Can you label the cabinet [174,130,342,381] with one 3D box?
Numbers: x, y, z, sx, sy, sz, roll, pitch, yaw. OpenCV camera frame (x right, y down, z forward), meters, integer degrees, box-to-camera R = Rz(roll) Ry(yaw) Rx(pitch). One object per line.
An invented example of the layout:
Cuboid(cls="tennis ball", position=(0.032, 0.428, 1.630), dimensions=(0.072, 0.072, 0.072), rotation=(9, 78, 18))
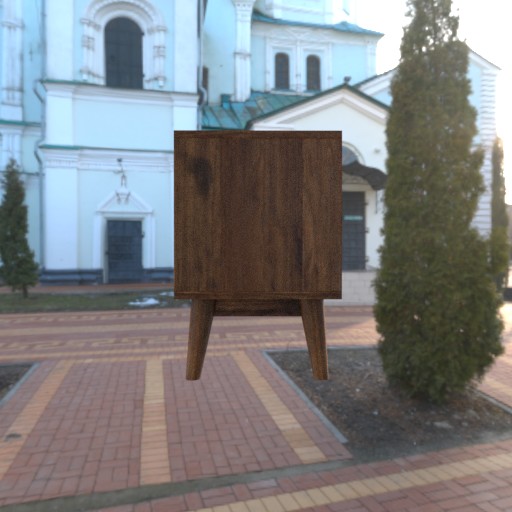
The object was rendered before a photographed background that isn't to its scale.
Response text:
Cuboid(cls="cabinet", position=(0.000, 0.000, 1.641), dimensions=(0.349, 0.528, 1.448), rotation=(0, 0, 0))
